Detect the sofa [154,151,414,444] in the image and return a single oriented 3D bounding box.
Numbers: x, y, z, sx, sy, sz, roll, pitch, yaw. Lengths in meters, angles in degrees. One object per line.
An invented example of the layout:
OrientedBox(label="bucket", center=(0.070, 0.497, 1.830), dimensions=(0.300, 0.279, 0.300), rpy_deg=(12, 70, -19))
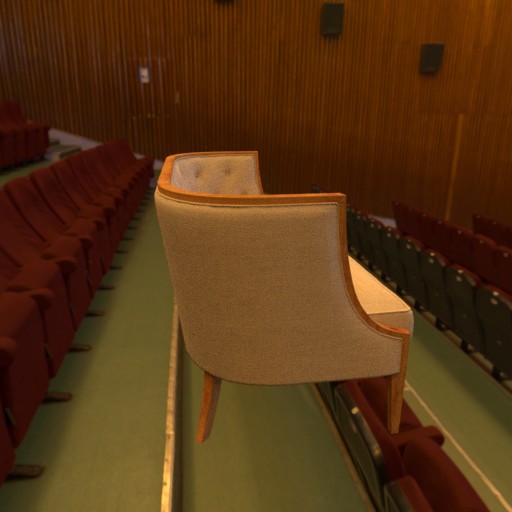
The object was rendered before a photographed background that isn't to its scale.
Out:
OrientedBox(label="sofa", center=(0.000, 0.000, 1.928), dimensions=(0.770, 0.775, 1.474), rpy_deg=(-3, 18, -9))
